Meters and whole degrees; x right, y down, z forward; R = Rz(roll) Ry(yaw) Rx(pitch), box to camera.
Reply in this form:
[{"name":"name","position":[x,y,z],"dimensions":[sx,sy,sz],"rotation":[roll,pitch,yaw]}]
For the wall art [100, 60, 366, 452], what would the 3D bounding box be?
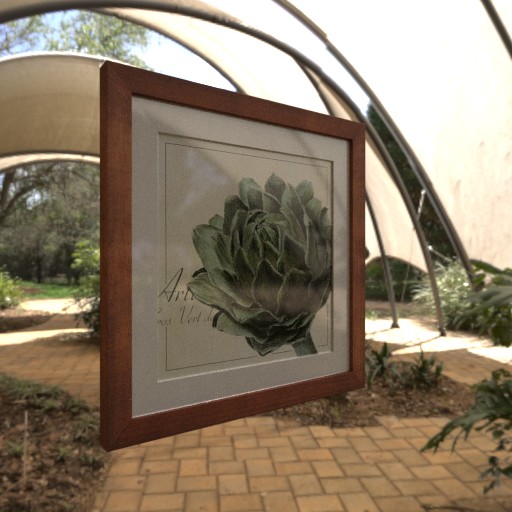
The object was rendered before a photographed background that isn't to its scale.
[{"name":"wall art","position":[0.000,0.000,0.818],"dimensions":[0.554,0.572,0.037],"rotation":[0,0,-35]}]
